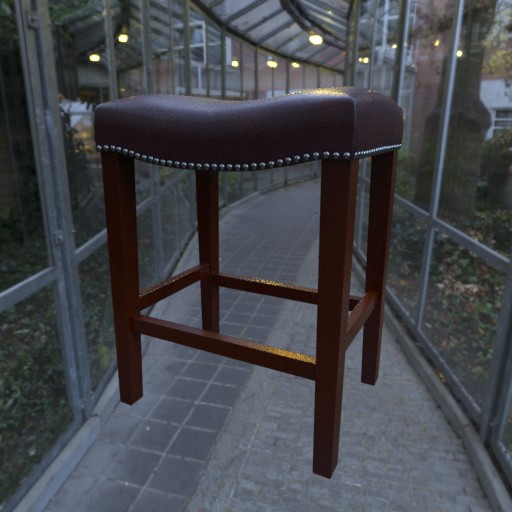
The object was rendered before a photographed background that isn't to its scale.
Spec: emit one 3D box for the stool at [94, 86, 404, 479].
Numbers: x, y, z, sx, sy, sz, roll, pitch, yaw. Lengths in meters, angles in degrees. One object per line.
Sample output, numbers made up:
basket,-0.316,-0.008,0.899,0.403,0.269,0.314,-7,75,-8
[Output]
stool,0.000,0.000,0.945,0.504,0.657,0.372,8,18,26
